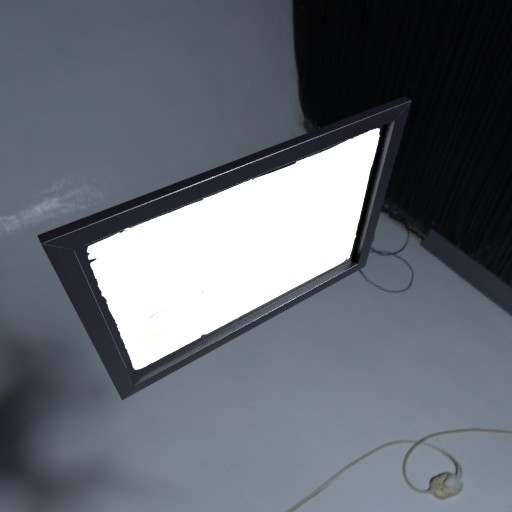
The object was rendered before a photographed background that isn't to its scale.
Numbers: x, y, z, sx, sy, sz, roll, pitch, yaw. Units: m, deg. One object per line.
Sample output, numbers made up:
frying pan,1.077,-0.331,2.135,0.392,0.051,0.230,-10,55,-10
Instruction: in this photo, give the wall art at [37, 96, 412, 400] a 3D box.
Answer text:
wall art,0.000,0.000,0.571,0.440,0.306,0.013,-26,53,-22
